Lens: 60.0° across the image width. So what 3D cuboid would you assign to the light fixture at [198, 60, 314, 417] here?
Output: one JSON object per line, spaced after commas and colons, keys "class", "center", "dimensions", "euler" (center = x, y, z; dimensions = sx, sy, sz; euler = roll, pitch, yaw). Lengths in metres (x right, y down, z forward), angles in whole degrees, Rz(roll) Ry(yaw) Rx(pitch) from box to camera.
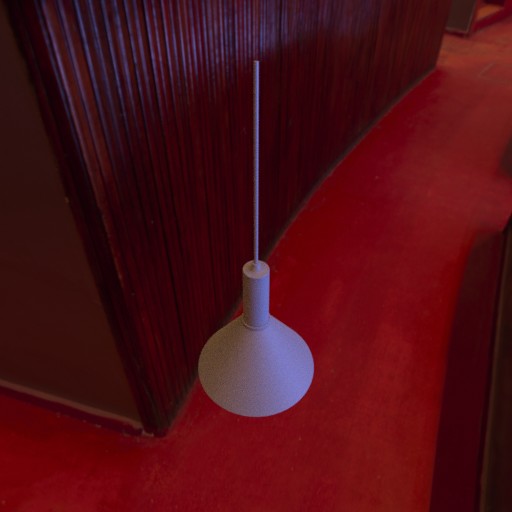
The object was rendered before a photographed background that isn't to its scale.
{"class": "light fixture", "center": [0.000, 0.000, 0.810], "dimensions": [0.267, 0.683, 0.267], "euler": [11, 42, 12]}
